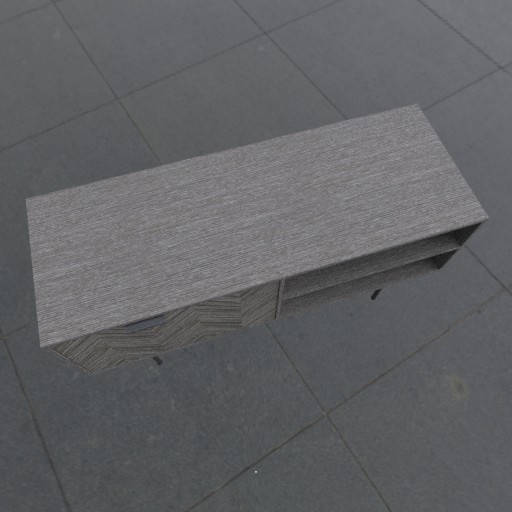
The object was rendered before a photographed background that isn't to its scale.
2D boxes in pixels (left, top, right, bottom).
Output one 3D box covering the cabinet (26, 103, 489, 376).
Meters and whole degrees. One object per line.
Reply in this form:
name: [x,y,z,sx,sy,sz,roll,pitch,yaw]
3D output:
cabinet: [0.000,0.000,1.586,1.300,0.599,0.500,-16,65,-7]
